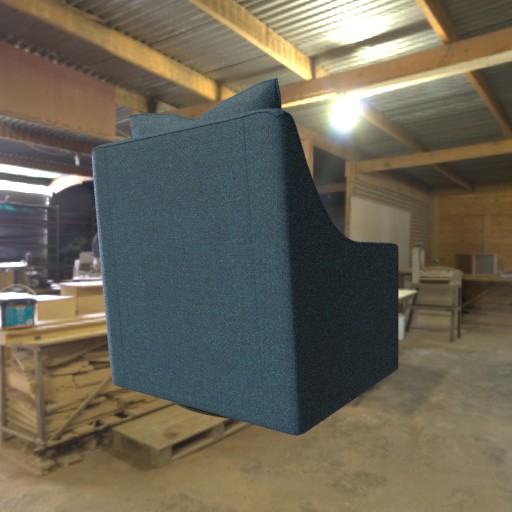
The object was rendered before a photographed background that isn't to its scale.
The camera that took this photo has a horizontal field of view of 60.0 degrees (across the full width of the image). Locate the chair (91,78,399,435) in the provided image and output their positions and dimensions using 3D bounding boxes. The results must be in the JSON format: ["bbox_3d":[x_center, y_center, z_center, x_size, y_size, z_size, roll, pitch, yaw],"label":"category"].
[{"bbox_3d":[0.000,0.000,1.585,0.750,0.939,0.870,1,1,35],"label":"chair"}]
